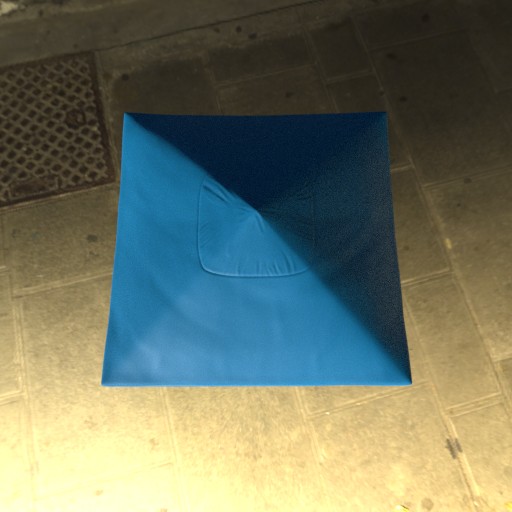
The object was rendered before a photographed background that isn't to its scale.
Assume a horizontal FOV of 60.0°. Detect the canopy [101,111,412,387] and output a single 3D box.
[{"bbox_3d":[0.000,0.000,5.334,2.998,2.997,2.996,0,74,0],"label":"canopy"}]
